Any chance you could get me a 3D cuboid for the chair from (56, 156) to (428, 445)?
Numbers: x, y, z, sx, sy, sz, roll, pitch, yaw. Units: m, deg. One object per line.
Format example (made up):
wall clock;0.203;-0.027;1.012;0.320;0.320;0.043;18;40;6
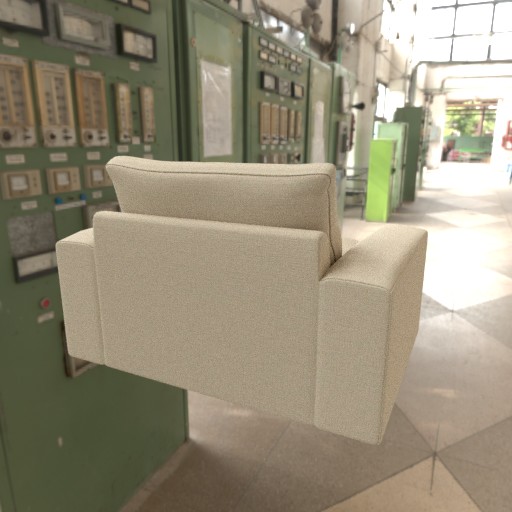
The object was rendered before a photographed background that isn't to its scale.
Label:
chair;0.000;0.000;2.051;1.398;0.915;1.039;7;17;25
